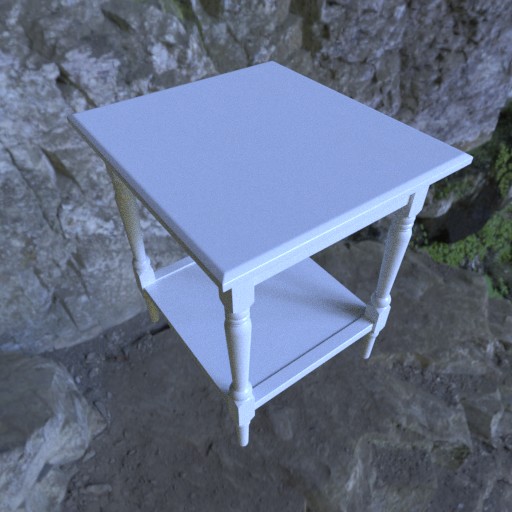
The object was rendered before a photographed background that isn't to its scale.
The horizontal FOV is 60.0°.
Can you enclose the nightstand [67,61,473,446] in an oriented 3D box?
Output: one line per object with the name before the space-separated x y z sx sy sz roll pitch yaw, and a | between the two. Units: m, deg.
nightstand | 0.000 0.000 0.916 0.459 0.555 0.505 -26 49 -26
